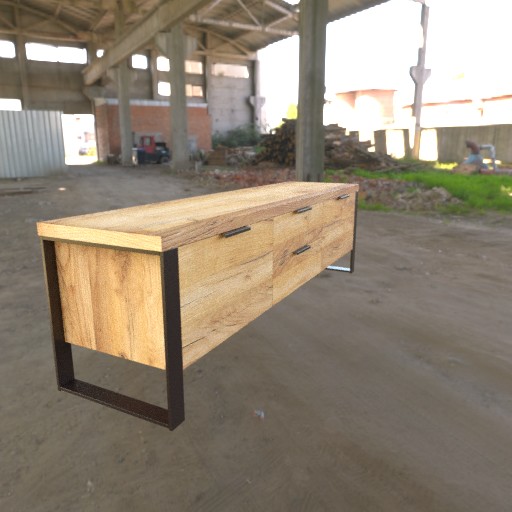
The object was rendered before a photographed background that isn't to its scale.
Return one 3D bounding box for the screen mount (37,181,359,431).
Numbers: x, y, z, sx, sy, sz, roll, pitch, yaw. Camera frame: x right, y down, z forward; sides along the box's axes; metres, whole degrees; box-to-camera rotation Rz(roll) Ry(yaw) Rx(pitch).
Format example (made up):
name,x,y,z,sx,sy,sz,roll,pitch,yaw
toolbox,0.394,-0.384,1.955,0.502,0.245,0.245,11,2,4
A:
name,x,y,z,sx,sy,sz,roll,pitch,yaw
screen mount,0.000,0.000,1.686,0.395,0.450,1.524,7,15,27
